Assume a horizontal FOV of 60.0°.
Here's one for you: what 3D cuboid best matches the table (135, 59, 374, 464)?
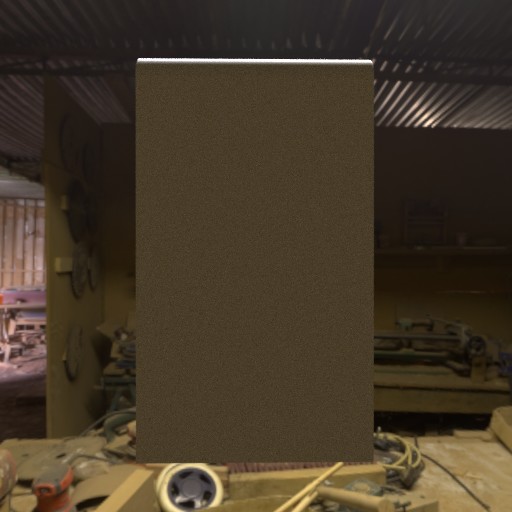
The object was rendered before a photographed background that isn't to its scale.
[{"bbox_3d":[0.000,0.000,0.857,0.350,0.590,0.450,0,0,-1],"label":"table"}]
